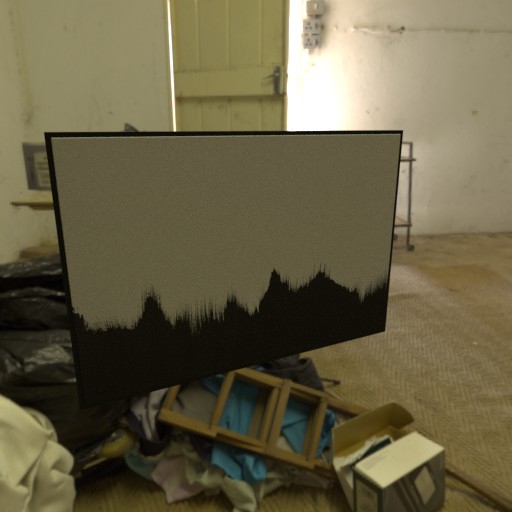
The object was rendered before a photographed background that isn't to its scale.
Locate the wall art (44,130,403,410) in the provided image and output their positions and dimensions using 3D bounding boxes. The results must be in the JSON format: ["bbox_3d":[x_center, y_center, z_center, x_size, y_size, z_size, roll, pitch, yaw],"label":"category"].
[{"bbox_3d":[0.000,0.000,1.481,1.190,0.805,0.028,-8,18,-25],"label":"wall art"}]
